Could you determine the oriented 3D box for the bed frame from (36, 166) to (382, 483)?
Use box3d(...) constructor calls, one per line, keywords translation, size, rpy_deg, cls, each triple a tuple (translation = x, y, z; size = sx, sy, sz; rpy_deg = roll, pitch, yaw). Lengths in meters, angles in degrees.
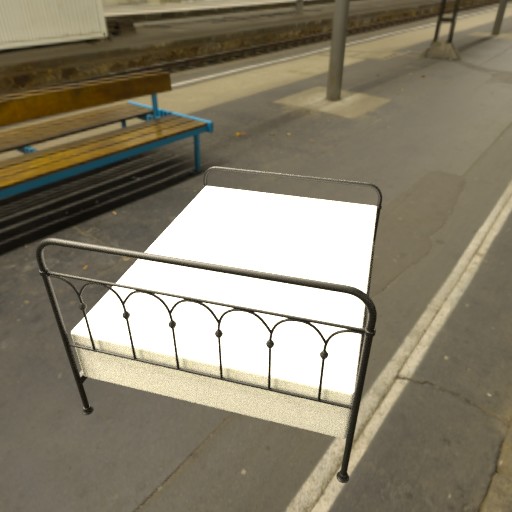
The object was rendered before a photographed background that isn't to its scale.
box3d(translation=(0.000, 0.000, 3.127), size=(1.664, 1.276, 2.203), rpy_deg=(9, 34, 13), cls="bed frame")
